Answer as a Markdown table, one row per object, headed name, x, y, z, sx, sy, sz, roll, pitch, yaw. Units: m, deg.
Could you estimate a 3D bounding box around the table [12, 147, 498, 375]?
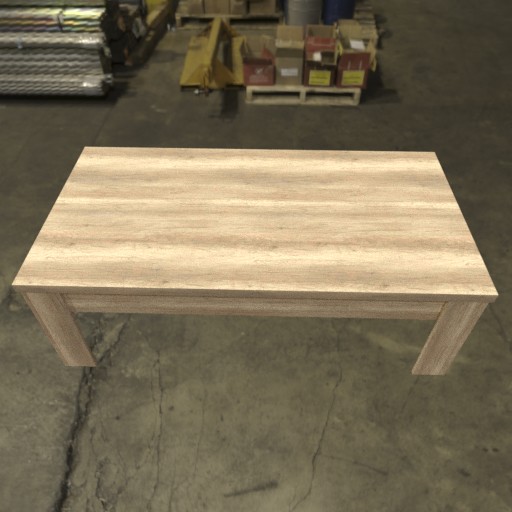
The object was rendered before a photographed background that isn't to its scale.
| name | x | y | z | sx | sy | sz | roll | pitch | yaw |
| --- | --- | --- | --- | --- | --- | --- | --- | --- | --- |
| table | 0.000 | 0.000 | 1.636 | 1.350 | 0.460 | 0.700 | 1 | 46 | 1 |
